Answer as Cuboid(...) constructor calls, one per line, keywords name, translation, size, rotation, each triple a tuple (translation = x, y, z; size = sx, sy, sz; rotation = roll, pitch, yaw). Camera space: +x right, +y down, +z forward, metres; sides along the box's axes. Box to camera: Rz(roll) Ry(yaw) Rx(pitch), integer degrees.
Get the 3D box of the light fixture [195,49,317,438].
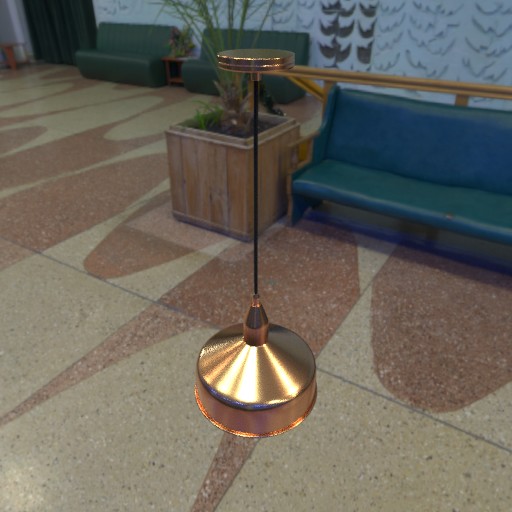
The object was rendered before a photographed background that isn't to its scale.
Cuboid(name="light fixture", translation=(0.000, 0.000, 0.900), size=(0.301, 0.754, 0.301), rotation=(19, 36, 28))
